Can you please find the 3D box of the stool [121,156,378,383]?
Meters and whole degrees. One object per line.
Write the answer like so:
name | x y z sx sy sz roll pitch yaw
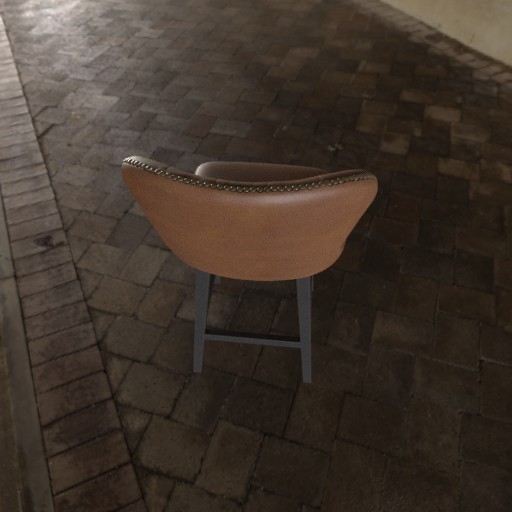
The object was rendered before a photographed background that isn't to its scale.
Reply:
stool | 0.000 0.000 1.339 0.528 0.971 0.593 4 48 4
